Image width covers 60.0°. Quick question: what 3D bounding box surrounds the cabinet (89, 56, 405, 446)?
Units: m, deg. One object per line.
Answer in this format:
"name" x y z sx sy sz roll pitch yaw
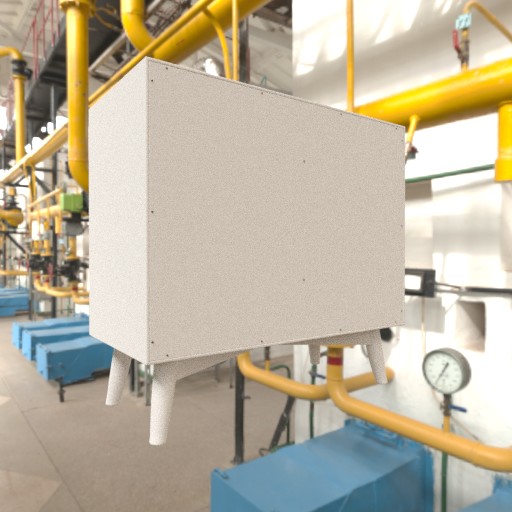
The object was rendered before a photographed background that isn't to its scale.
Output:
"cabinet" 0.000 0.000 1.235 0.800 0.761 0.398 0 1 -36
